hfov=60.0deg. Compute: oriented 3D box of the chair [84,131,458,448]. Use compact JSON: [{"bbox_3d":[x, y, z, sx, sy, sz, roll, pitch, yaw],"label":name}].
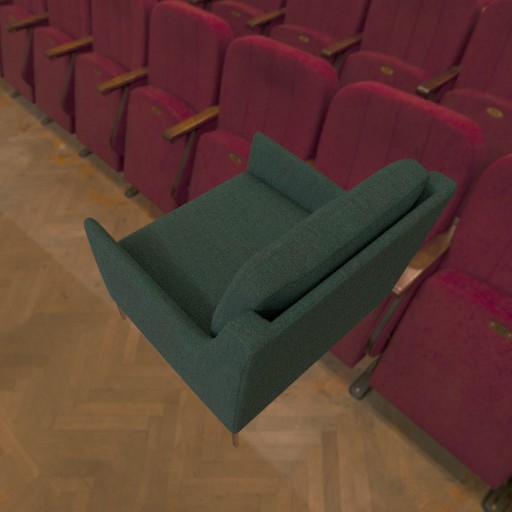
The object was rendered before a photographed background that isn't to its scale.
[{"bbox_3d":[0.000,0.000,1.544,0.847,0.828,0.849,-34,56,-28],"label":"chair"}]
